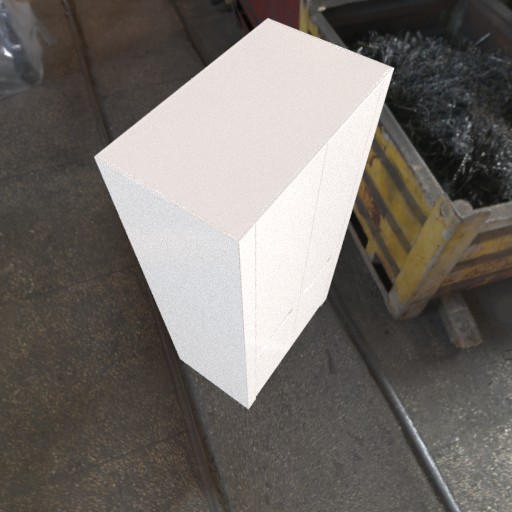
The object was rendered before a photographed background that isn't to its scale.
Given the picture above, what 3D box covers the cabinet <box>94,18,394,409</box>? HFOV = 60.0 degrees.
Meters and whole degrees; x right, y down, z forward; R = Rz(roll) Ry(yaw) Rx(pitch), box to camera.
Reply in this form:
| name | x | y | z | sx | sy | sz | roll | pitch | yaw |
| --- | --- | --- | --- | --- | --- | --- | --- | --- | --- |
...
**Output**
| name | x | y | z | sx | sy | sz | roll | pitch | yaw |
| --- | --- | --- | --- | --- | --- | --- | --- | --- | --- |
| cabinet | 0.000 | 0.000 | 2.357 | 0.580 | 1.920 | 0.980 | 31 | 63 | 18 |
